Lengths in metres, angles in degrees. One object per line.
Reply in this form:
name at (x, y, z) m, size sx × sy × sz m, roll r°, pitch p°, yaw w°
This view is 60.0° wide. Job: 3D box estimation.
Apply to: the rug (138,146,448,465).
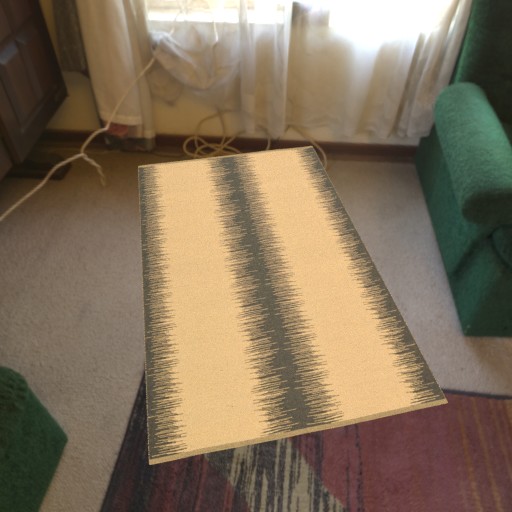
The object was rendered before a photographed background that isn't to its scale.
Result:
rug at (0.000, 0.000, 3.000) m, size 1.519 × 0.003 × 2.453 m, roll -8°, pitch 47°, yaw -8°
